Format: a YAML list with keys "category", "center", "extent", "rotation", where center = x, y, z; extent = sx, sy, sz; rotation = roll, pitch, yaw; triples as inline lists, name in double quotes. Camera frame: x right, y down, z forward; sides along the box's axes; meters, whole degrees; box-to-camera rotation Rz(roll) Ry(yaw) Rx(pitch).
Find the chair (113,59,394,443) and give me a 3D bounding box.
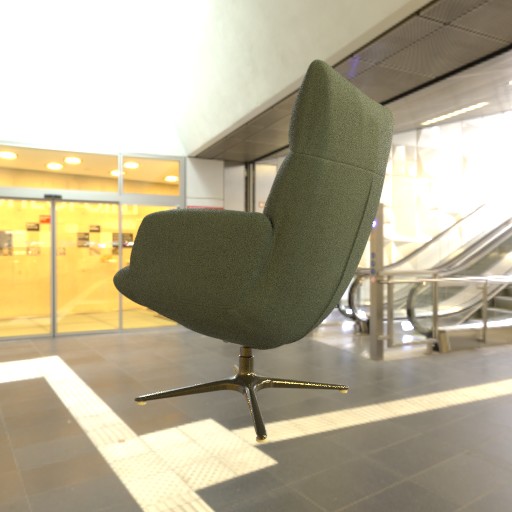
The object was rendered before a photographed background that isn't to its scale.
- category: "chair"
  center: [0.000, 0.000, 1.560]
  extent: [0.889, 1.016, 0.711]
  rotation: [0, 1, 36]
